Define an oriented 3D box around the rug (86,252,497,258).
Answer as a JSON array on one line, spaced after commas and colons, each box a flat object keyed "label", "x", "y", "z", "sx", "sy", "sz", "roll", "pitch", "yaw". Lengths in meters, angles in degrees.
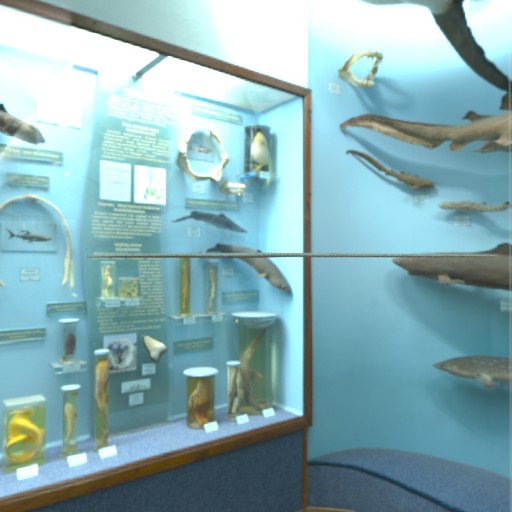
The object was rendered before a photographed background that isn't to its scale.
[{"label": "rug", "x": 0.000, "y": 0.000, "z": 2.273, "sx": 1.224, "sy": 0.016, "sz": 1.830, "roll": 0, "pitch": 0, "yaw": -35}]
